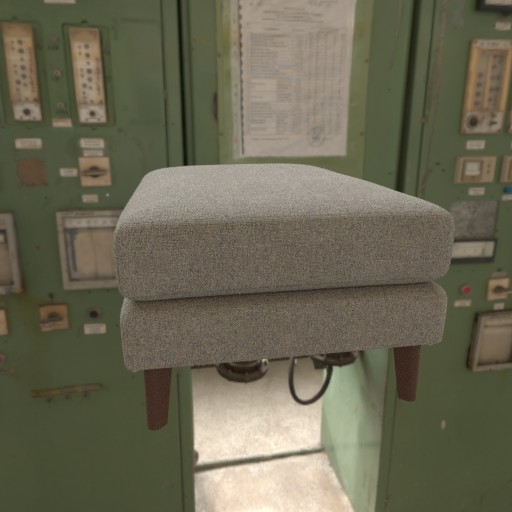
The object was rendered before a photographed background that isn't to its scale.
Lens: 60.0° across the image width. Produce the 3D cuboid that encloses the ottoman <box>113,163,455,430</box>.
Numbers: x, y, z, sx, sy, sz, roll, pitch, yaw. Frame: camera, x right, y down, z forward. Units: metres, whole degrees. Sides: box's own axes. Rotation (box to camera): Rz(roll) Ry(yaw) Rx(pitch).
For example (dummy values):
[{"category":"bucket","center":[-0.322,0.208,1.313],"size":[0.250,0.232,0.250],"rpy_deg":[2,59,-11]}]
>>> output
[{"category":"ottoman","center":[0.000,0.000,1.174],"size":[0.611,0.441,0.821],"rpy_deg":[-3,17,-10]}]
